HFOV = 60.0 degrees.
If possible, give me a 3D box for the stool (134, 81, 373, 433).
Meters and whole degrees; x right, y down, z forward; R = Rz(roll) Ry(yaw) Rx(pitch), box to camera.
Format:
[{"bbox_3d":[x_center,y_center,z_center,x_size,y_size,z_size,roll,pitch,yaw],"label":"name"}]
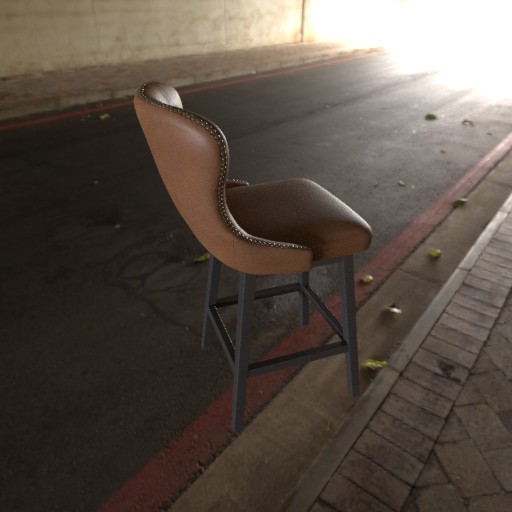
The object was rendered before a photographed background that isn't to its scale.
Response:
[{"bbox_3d":[0.000,0.000,1.340,0.593,0.971,0.528,-10,32,-17],"label":"stool"}]
